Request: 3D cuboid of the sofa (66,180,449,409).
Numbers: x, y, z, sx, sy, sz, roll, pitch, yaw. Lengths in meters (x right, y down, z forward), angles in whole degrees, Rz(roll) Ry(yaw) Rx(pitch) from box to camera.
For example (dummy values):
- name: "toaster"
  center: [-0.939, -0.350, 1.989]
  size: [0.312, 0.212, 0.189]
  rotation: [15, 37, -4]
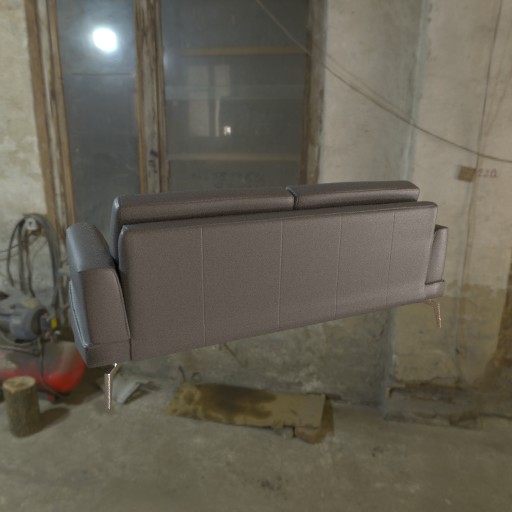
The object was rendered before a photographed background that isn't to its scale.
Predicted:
- name: "sofa"
  center: [0.000, 0.000, 2.740]
  size: [2.177, 0.930, 1.121]
  rotation: [-7, 16, -25]
